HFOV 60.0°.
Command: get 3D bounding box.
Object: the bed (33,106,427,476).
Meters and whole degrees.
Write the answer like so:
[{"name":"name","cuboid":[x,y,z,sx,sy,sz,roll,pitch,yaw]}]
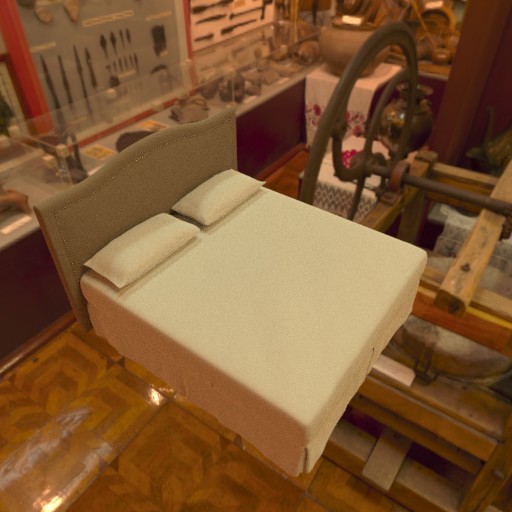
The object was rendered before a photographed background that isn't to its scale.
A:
[{"name":"bed","cuboid":[0.000,0.000,3.475,2.182,1.421,2.083,26,47,27]}]
